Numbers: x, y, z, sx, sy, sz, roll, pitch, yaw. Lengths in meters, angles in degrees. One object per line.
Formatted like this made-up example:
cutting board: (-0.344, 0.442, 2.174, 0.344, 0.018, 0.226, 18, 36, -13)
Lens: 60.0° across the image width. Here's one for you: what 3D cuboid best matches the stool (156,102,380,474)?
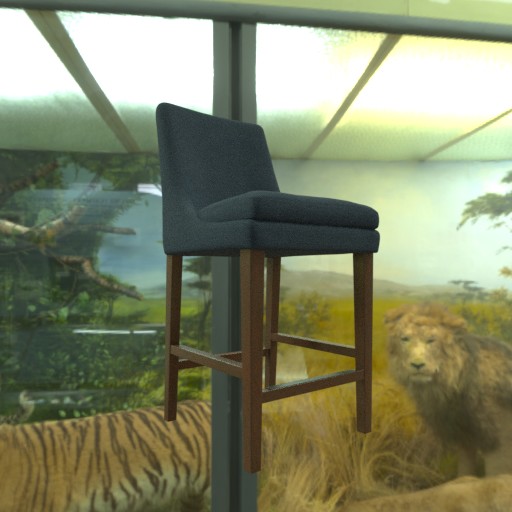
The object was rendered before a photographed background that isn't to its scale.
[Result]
stool: (0.000, 0.000, 1.320, 0.470, 0.981, 0.577, 1, -2, -37)
